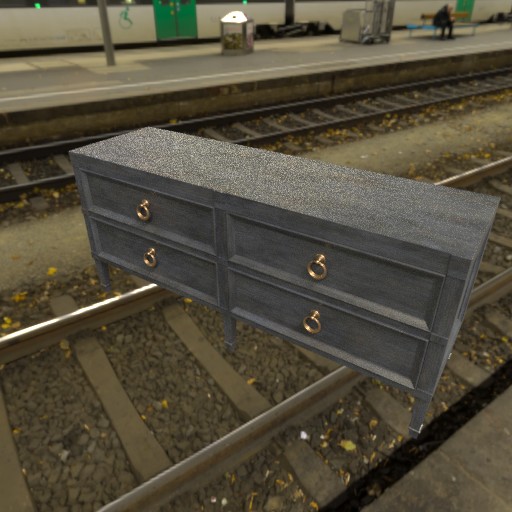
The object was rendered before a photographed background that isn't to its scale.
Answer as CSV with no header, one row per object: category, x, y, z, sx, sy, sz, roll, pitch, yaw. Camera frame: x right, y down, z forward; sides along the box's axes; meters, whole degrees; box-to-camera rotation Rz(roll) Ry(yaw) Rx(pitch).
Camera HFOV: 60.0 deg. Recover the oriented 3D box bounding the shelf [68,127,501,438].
shelf,0.000,0.000,1.815,1.575,0.719,0.479,19,36,28
